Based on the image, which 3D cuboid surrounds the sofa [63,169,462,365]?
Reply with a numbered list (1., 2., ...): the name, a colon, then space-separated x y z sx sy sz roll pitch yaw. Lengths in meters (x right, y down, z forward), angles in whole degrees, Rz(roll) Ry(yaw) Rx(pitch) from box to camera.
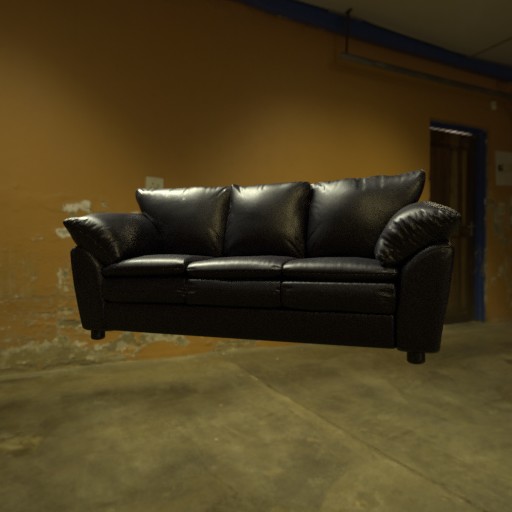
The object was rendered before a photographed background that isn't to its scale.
1. sofa: 0.000 0.000 2.831 2.336 1.073 0.880 0 0 20
